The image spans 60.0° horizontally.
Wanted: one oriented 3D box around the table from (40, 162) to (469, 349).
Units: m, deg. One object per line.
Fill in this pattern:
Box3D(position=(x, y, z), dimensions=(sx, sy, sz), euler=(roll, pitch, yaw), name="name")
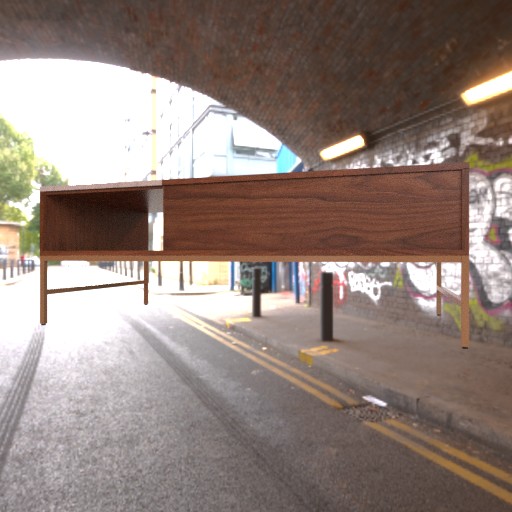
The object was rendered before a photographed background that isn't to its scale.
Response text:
Box3D(position=(0.000, 0.000, 1.908), dimensions=(1.553, 0.551, 0.789), euler=(0, 0, 17), name="table")
